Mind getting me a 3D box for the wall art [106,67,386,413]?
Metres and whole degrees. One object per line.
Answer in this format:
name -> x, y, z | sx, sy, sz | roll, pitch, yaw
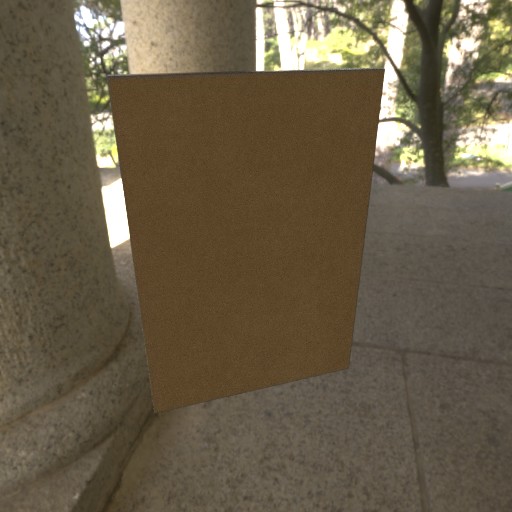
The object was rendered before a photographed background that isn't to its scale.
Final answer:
wall art -> 0.000, 0.000, 0.590 | 0.314, 0.455, 0.019 | -8, 28, -16
